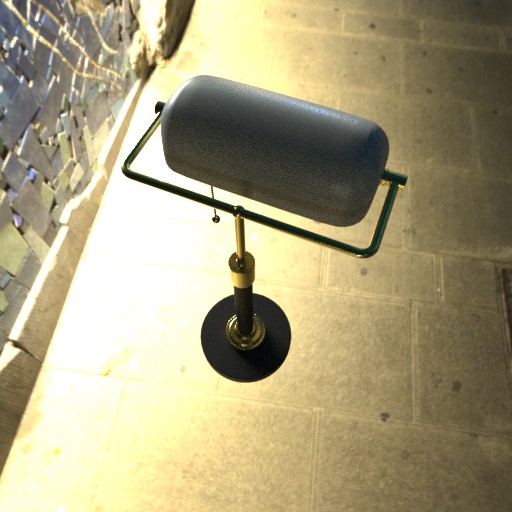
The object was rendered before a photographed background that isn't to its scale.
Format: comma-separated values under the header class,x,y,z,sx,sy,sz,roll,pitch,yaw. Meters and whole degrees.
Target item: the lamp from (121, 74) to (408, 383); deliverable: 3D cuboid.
class,x,y,z,sx,sy,sz,roll,pitch,yaw
lamp,0.000,0.000,0.559,0.269,0.404,0.227,20,62,11
